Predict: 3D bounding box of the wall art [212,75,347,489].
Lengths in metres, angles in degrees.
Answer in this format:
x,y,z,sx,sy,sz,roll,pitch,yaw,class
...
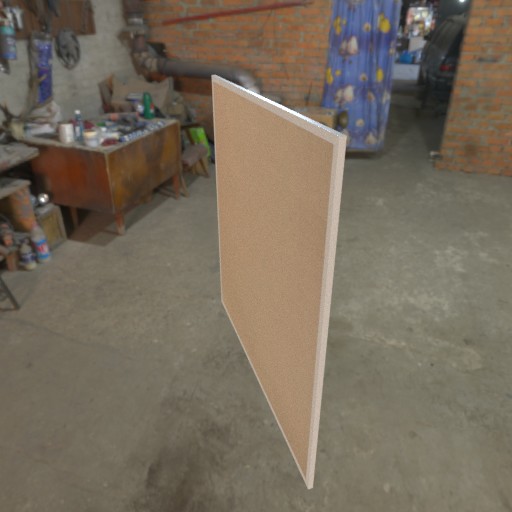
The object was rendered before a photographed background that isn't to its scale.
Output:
x,y,z,sx,sy,sz,roll,pitch,yaw,class
0.000,0.000,1.173,0.012,0.809,0.809,-9,30,-16,wall art
